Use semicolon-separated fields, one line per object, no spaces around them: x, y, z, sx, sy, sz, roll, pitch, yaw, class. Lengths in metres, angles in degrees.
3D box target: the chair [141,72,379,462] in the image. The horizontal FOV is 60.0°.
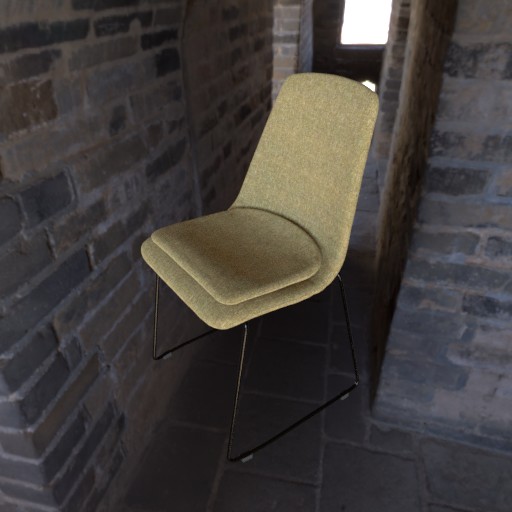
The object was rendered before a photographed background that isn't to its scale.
0.000;0.000;1.169;0.496;0.849;0.479;-21;37;-30;chair
